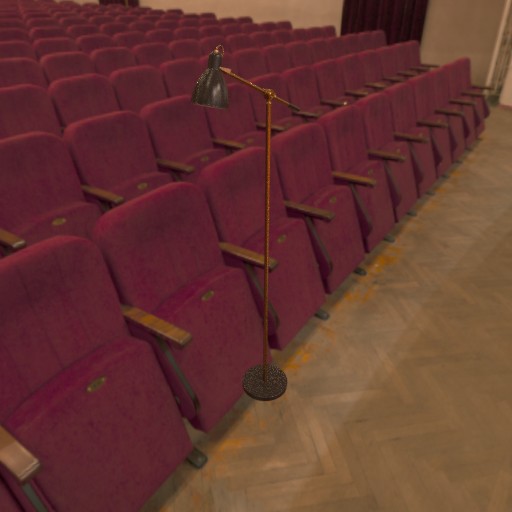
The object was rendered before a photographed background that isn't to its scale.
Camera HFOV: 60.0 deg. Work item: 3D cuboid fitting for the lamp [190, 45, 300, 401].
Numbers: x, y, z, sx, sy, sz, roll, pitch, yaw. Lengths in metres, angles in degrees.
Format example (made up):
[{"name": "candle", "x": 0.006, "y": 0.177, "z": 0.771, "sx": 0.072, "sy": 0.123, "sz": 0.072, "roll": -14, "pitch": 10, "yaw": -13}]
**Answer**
[{"name": "lamp", "x": 0.000, "y": 0.000, "z": 1.857, "sx": 0.235, "sy": 1.628, "sz": 0.618, "roll": 19, "pitch": 35, "yaw": 29}]
